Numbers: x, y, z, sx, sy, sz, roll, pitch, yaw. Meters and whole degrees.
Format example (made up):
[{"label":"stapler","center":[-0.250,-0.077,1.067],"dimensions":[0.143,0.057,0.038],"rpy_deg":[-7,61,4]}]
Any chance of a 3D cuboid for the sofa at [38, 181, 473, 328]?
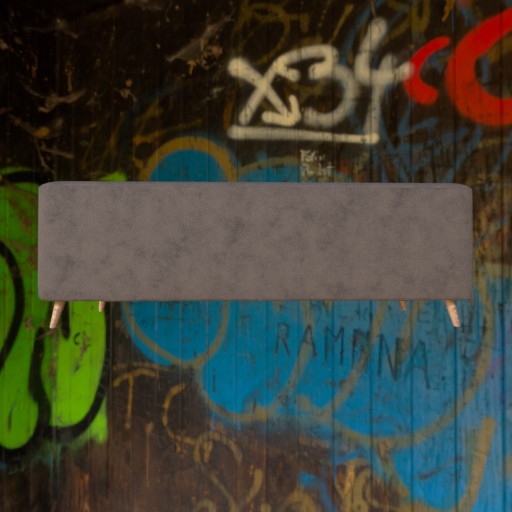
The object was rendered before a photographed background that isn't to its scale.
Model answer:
[{"label":"sofa","center":[0.000,0.000,2.657],"dimensions":[2.190,0.740,0.900],"rpy_deg":[0,-1,-2]}]
